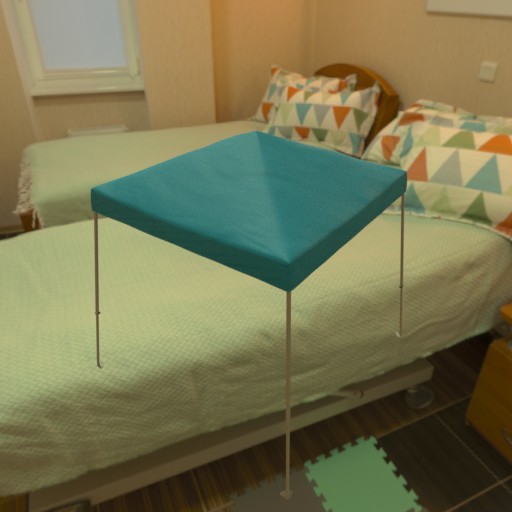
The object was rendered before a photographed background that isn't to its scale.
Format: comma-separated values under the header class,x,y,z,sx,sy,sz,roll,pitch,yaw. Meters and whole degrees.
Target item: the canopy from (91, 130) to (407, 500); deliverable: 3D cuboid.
class,x,y,z,sx,sy,sz,roll,pitch,yaw
canopy,0.000,0.000,6.385,3.600,3.600,3.599,21,37,31
